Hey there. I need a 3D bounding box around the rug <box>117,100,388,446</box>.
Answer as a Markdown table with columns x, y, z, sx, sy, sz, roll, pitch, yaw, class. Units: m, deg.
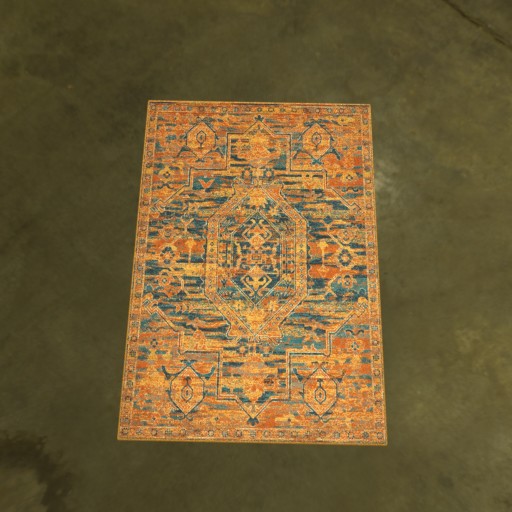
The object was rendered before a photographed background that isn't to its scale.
| x | y | z | sx | sy | sz | roll | pitch | yaw | class |
| --- | --- | --- | --- | --- | --- | --- | --- | --- | --- |
| 0.000 | 0.000 | 3.706 | 2.043 | 0.019 | 2.916 | 1 | 76 | 0 | rug |
